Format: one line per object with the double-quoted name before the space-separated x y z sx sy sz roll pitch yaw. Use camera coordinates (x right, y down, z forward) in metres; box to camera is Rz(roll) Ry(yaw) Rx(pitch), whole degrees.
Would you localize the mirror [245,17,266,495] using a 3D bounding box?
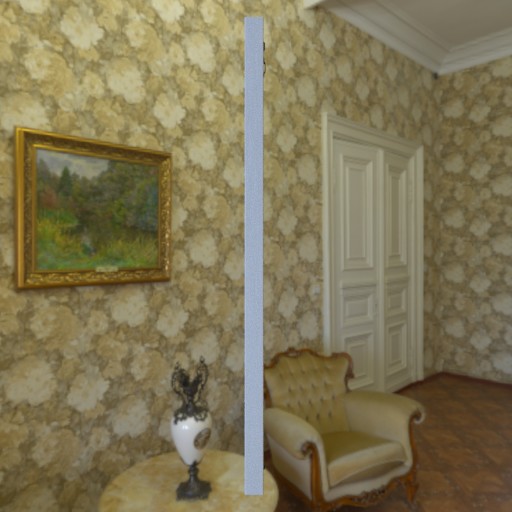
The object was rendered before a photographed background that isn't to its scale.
"mirror" 0.000 0.000 1.152 0.040 0.915 0.609 0 0 0
